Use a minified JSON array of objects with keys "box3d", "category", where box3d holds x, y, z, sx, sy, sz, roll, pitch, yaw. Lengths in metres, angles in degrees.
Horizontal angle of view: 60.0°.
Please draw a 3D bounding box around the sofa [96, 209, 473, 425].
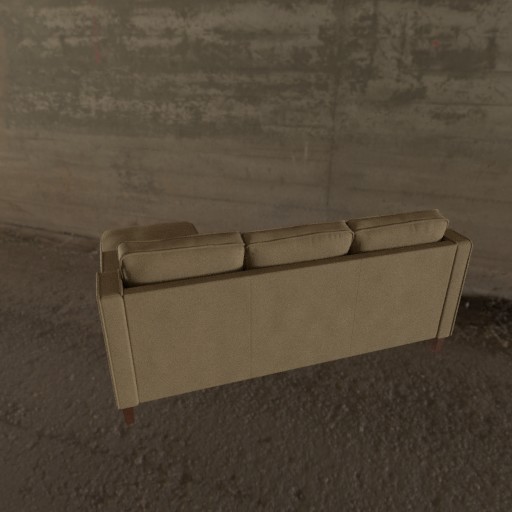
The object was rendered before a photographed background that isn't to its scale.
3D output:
[{"box3d":[0.000,0.000,3.440,2.317,1.066,1.858,-8,27,-16],"category":"sofa"}]
